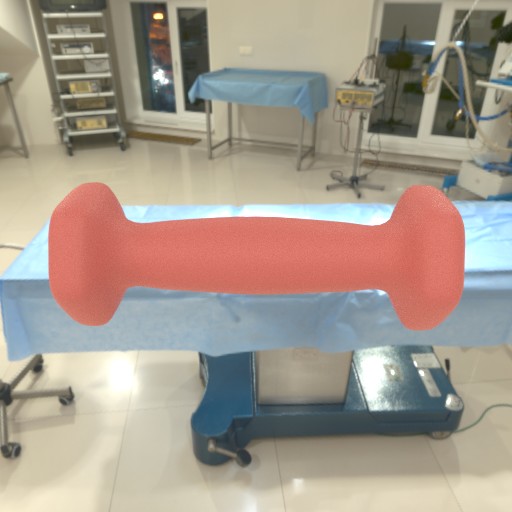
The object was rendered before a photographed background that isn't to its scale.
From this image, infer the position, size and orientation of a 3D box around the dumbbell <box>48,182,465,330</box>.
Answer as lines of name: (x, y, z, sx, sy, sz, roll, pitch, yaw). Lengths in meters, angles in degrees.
dumbbell: (0.000, 0.000, 0.143, 0.123, 0.043, 0.047, 1, 31, 1)
